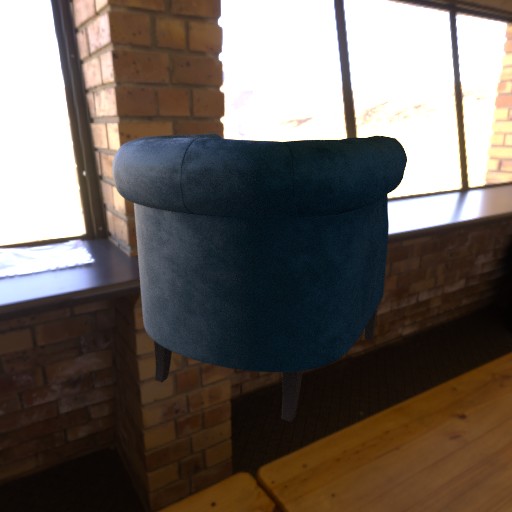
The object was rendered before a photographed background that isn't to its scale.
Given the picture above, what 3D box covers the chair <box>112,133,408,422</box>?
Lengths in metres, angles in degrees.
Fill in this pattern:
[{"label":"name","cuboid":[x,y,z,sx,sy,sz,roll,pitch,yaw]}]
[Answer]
[{"label":"chair","cuboid":[0.000,0.000,1.568,0.904,0.826,0.851,8,18,25]}]
